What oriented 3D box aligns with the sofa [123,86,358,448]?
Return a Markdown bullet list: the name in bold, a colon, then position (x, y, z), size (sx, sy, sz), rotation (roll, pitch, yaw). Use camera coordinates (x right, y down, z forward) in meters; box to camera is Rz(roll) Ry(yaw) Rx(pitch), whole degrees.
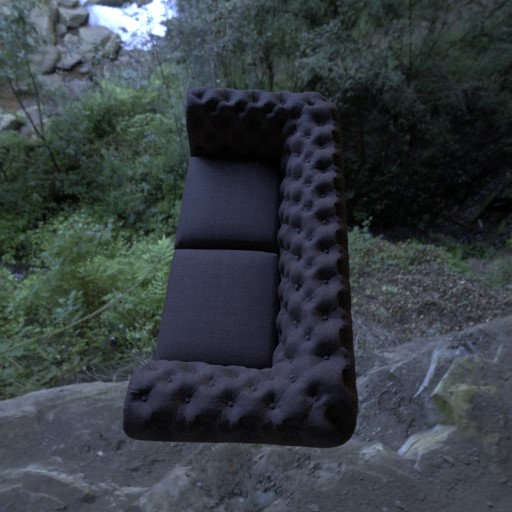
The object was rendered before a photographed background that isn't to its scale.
- **sofa**: position (0.000, 0.000, 2.486), size (0.944, 0.780, 2.048), rotation (3, 59, 2)
